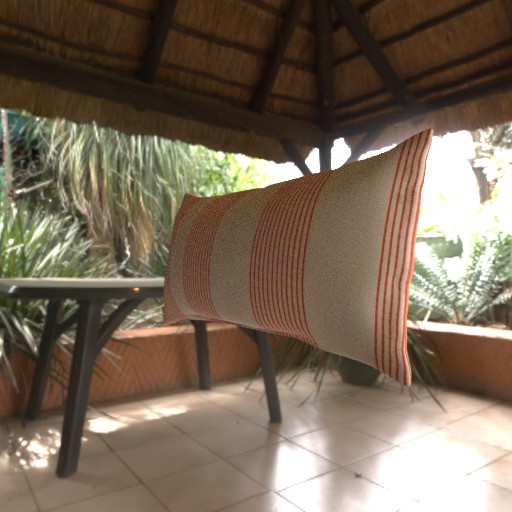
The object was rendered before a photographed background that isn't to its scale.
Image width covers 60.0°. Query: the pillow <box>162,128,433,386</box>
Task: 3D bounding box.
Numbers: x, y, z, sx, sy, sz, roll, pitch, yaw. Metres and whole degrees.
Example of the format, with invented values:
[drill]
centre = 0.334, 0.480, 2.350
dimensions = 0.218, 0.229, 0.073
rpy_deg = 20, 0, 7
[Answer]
[pillow]
centre = 0.000, 0.000, 0.729
dimensions = 0.156, 0.292, 0.608
rpy_deg = 1, -1, -37
